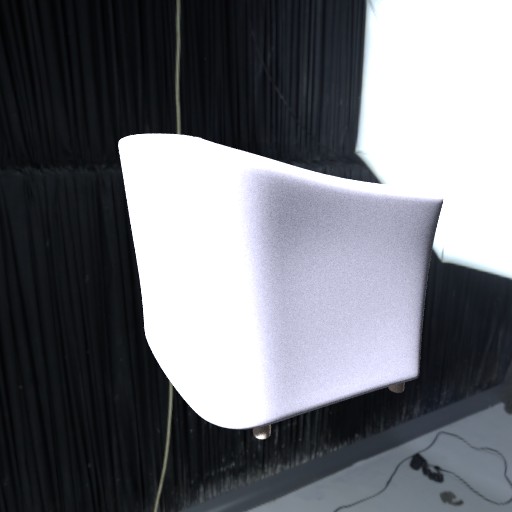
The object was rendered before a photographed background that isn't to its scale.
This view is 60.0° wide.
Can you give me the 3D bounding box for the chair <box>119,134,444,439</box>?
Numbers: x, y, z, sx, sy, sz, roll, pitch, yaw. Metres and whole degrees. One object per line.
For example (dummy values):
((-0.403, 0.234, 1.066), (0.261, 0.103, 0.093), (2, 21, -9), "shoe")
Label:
((0.000, 0.000, 1.366), (0.700, 0.720, 0.790), (-7, 16, -26), "chair")
